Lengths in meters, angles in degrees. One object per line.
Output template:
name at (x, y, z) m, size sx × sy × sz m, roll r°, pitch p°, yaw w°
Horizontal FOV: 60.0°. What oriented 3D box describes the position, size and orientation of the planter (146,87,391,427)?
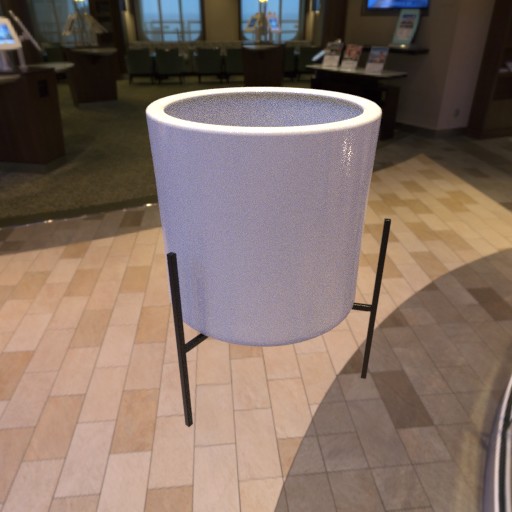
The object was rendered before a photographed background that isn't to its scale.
planter at (0.000, 0.000, 0.733) m, size 0.360 × 0.480 × 0.361 m, roll 21°, pitch 35°, yaw 33°
